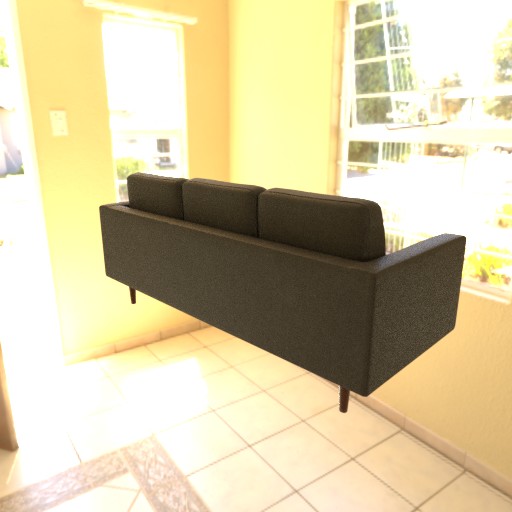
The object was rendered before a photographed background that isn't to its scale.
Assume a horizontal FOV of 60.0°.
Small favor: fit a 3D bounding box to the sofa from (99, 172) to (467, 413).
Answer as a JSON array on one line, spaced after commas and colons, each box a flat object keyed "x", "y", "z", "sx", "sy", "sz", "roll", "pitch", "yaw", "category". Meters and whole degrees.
[{"x": 0.000, "y": 0.000, "z": 2.564, "sx": 2.029, "sy": 0.899, "sz": 0.879, "roll": 15, "pitch": 22, "yaw": 43, "category": "sofa"}]
